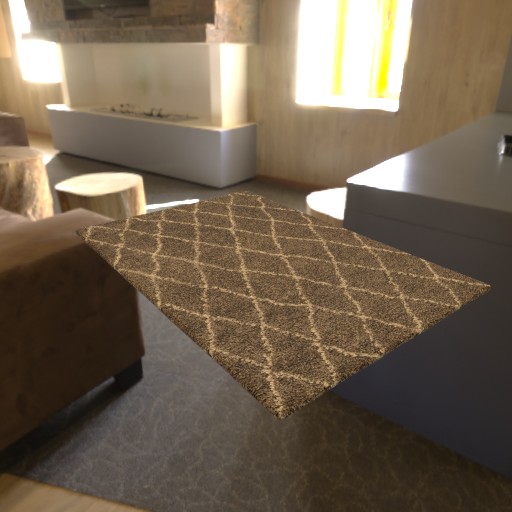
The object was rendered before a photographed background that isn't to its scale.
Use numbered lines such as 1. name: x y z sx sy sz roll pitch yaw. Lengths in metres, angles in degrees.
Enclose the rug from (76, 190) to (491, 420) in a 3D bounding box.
1. rug: 0.000 0.000 2.224 1.219 0.030 1.778 -19 31 -34
